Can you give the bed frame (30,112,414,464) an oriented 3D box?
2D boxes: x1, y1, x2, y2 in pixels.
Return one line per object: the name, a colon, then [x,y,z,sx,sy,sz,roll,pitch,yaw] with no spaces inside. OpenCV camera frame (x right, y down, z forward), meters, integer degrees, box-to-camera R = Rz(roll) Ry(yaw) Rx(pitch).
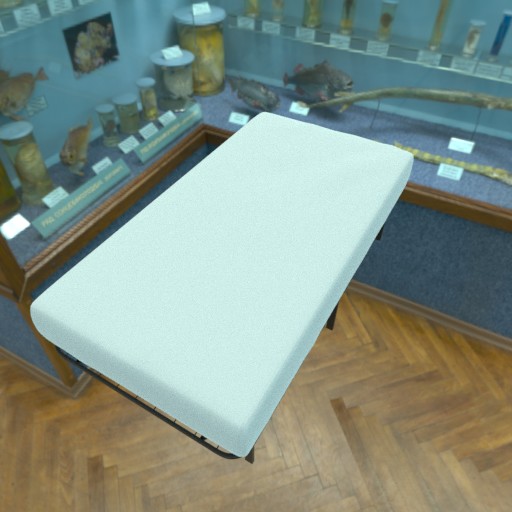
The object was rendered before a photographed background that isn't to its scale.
bed frame: [0.000,0.000,2.326,1.025,0.640,1.908,23,49,21]
